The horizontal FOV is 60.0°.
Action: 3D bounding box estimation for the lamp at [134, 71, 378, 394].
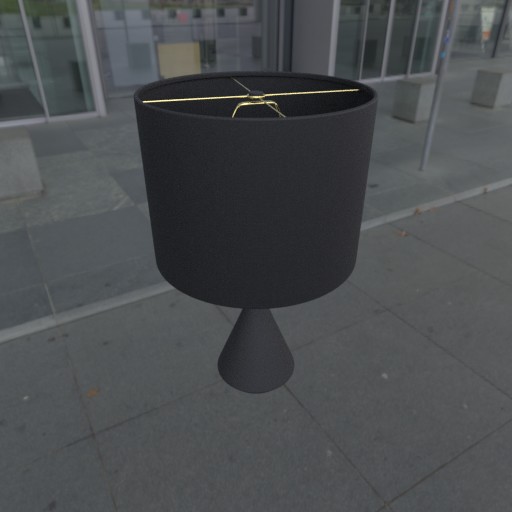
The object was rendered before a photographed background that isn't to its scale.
[{"bbox_3d":[0.000,0.000,0.816,0.359,0.584,0.359,-8,32,-13],"label":"lamp"}]
